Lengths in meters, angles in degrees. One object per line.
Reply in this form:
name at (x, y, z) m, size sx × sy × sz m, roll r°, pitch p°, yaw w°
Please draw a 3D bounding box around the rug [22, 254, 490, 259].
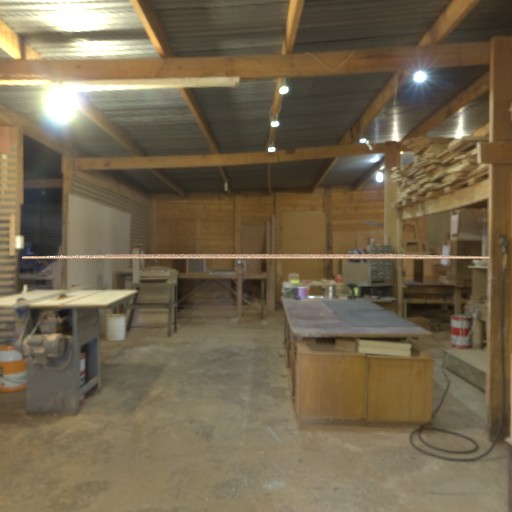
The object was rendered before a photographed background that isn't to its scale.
rug at (0.000, 0.000, 2.333) m, size 1.829 × 0.009 × 1.219 m, roll 0°, pitch 1°, yaw 0°
